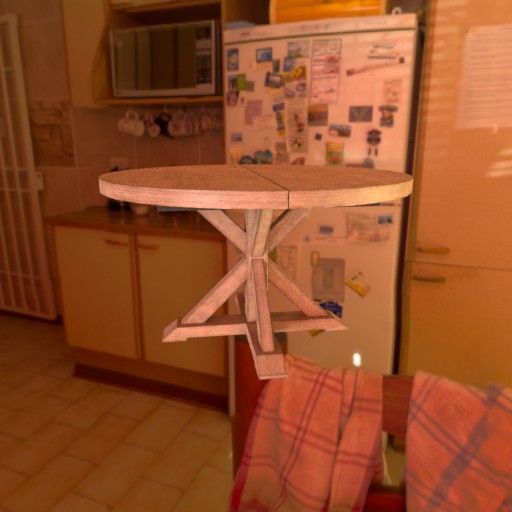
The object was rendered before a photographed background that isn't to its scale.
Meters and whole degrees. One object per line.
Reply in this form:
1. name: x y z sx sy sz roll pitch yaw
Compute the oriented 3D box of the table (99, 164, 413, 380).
1. table: 0.000 0.000 2.124 1.363 0.781 1.363 0 15 0
